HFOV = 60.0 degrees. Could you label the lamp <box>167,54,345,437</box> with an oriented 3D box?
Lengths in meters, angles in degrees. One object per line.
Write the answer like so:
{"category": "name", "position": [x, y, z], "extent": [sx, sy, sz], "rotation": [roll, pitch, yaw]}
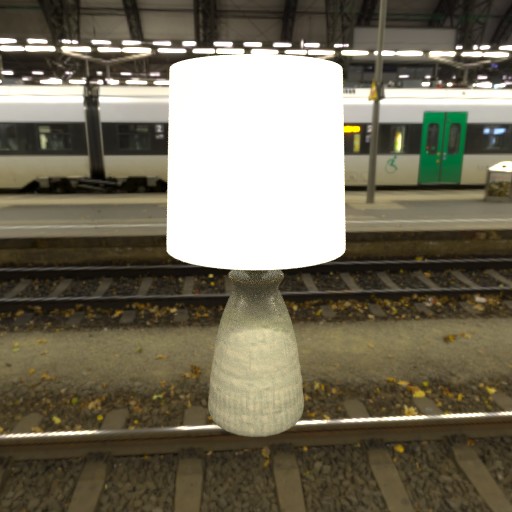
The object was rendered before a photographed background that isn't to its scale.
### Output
{"category": "lamp", "position": [0.000, 0.000, 0.474], "extent": [0.186, 0.369, 0.186], "rotation": [0, 14, 0]}
